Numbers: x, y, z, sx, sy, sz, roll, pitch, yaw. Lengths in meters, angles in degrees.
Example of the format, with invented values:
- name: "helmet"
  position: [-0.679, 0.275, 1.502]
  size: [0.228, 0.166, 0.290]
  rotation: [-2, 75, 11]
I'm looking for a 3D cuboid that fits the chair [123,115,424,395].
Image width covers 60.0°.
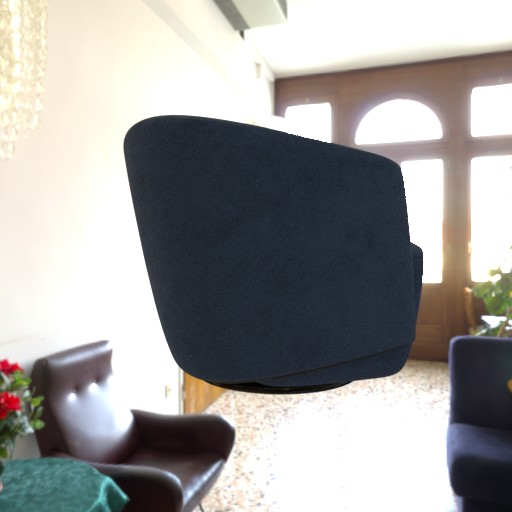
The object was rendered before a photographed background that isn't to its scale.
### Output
- name: "chair"
  position: [0.000, 0.000, 1.341]
  size: [0.767, 0.698, 0.773]
  rotation: [0, 1, -18]
